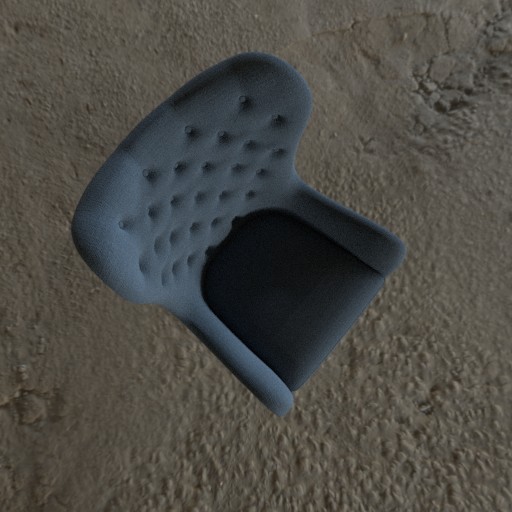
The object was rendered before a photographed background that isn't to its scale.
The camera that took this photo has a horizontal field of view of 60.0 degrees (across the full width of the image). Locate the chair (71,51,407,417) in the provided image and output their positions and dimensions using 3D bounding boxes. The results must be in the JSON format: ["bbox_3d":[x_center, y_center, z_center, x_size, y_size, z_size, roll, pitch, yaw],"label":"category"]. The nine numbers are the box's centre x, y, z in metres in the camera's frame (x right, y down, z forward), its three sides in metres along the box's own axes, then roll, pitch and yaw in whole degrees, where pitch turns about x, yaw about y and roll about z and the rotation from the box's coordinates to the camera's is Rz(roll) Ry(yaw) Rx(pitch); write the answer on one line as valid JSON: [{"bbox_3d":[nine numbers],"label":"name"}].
[{"bbox_3d":[0.000,0.000,1.710,0.930,1.079,0.831,39,79,9],"label":"chair"}]
